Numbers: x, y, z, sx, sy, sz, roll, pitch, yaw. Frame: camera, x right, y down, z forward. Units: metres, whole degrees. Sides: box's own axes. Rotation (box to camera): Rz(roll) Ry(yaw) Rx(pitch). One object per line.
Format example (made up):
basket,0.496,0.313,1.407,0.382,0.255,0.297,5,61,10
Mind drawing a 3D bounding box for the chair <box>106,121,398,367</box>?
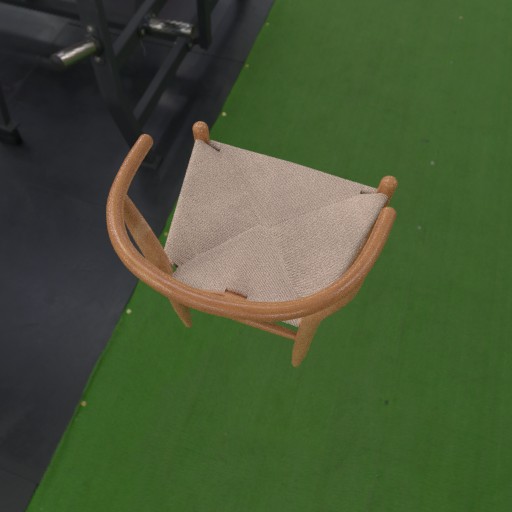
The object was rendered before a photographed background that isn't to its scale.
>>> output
chair,0.000,0.000,1.145,0.569,0.730,0.579,18,65,9
